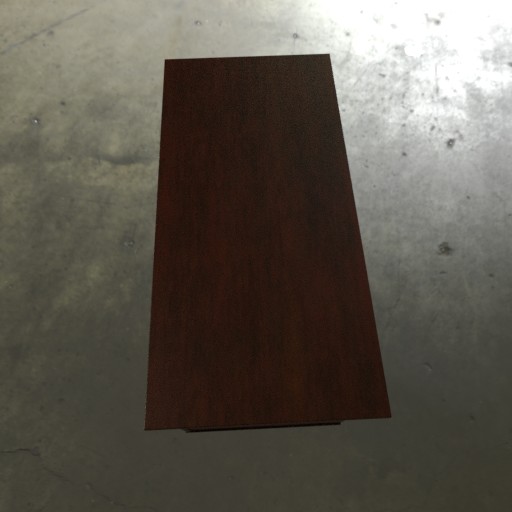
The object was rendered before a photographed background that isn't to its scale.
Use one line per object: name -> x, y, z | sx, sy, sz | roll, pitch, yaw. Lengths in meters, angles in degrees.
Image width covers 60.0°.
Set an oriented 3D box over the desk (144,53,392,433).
desk -> 0.000, 0.000, 1.707 | 0.612, 0.758, 1.277 | -3, 65, -1
